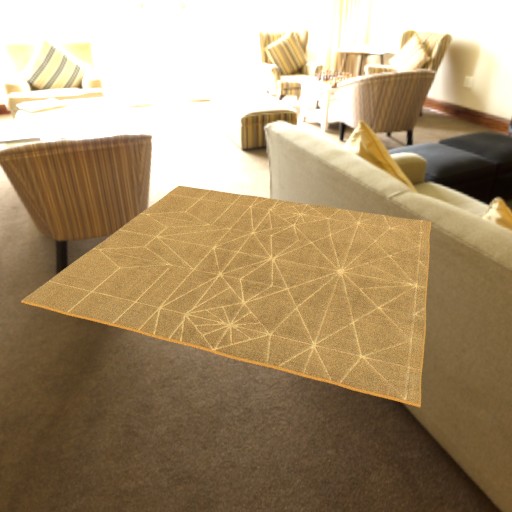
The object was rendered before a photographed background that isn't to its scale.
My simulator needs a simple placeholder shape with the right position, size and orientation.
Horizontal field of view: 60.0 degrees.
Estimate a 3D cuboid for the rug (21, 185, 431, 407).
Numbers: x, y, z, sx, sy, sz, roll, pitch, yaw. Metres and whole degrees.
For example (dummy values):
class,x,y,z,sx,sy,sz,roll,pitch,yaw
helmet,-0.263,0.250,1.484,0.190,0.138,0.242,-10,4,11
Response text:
class,x,y,z,sx,sy,sz,roll,pitch,yaw
rug,0.000,0.000,0.867,0.639,0.006,0.548,11,32,17
